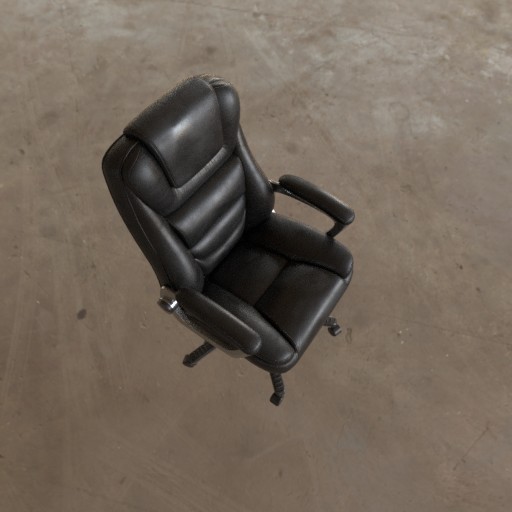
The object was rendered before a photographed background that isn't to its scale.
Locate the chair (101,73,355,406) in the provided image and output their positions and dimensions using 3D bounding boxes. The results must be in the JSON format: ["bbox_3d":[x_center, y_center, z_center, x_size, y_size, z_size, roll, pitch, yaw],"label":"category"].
[{"bbox_3d":[0.000,0.000,1.551,0.689,1.075,0.697,30,62,18],"label":"chair"}]
